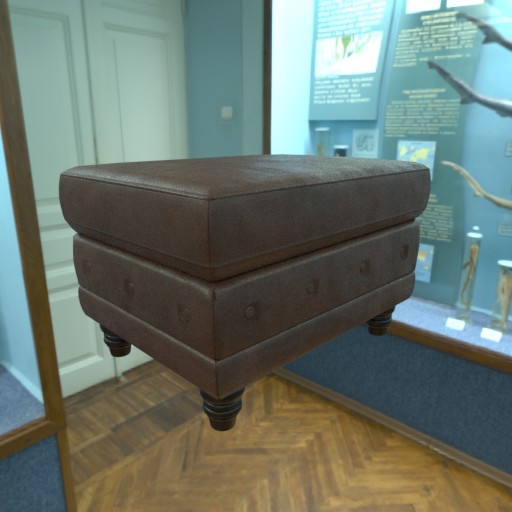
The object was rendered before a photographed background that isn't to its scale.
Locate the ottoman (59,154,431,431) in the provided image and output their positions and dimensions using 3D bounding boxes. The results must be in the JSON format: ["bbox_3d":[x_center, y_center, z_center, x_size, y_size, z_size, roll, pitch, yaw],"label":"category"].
[{"bbox_3d":[0.000,0.000,1.196,0.795,0.509,0.588,-15,22,-43],"label":"ottoman"}]
